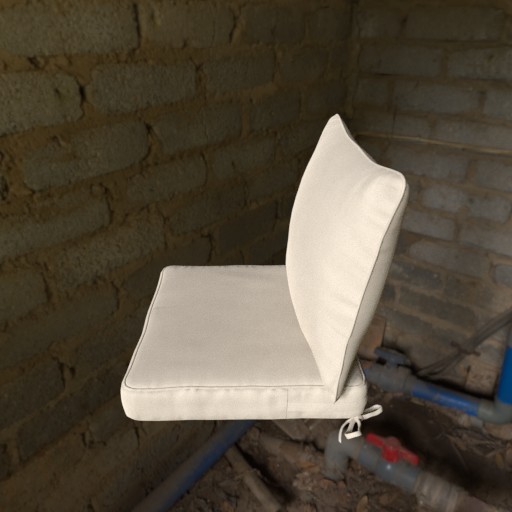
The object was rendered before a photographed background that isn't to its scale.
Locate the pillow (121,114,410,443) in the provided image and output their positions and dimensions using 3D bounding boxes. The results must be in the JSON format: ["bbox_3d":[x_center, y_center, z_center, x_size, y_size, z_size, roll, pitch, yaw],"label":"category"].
[{"bbox_3d":[0.000,0.000,1.344,0.733,0.716,0.798,0,27,-1],"label":"pillow"}]
